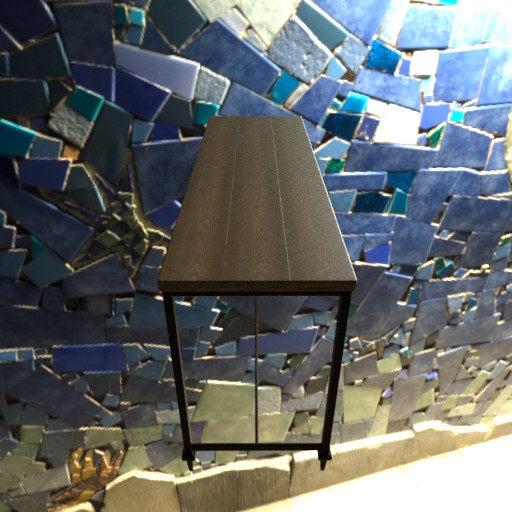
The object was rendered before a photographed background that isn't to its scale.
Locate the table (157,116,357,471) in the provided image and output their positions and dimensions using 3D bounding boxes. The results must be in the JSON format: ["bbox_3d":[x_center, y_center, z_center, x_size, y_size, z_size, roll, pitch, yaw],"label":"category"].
[{"bbox_3d":[0.000,0.000,2.160,0.551,0.902,1.700,0,32,0],"label":"table"}]
